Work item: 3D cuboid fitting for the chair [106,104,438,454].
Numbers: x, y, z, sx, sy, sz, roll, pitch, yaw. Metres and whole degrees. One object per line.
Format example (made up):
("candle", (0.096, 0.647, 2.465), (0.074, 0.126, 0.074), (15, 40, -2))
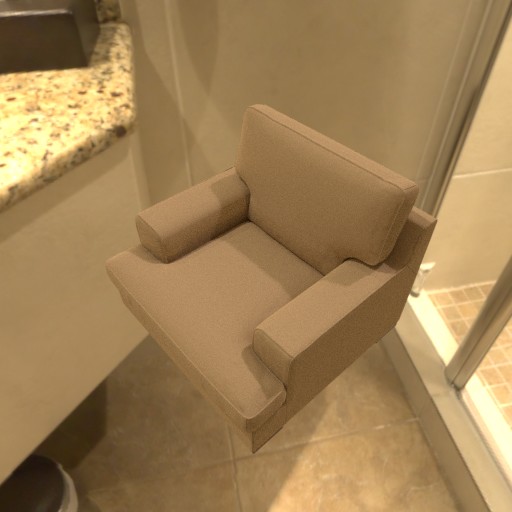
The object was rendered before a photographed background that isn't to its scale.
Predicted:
("chair", (0.000, 0.000, 2.204), (1.293, 1.005, 1.274), (32, 53, 28))
